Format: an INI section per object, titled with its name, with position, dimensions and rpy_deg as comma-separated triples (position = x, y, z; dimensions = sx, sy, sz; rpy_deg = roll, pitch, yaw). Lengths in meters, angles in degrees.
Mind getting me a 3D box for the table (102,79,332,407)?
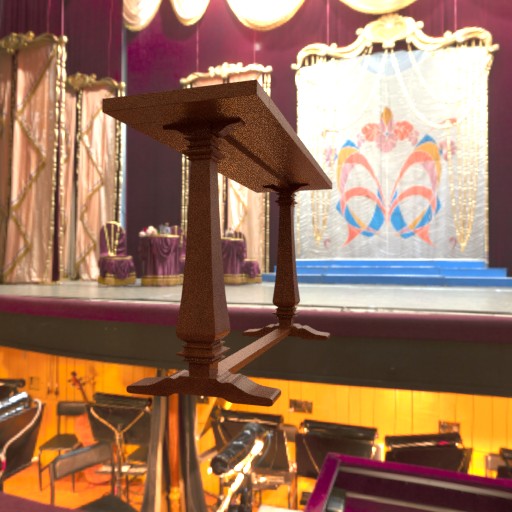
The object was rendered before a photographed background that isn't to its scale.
[table]
position = 0.000, 0.000, 1.865
dimensions = 0.461, 0.852, 1.478
rpy_deg = 0, -1, 17
